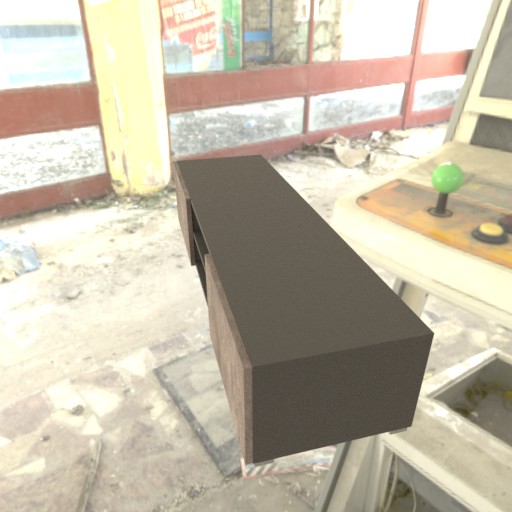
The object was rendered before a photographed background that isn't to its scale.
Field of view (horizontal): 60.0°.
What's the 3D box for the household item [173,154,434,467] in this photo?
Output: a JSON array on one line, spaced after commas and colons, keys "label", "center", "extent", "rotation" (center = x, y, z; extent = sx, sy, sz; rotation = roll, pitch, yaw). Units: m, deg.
[{"label": "household item", "center": [0.000, 0.000, 1.569], "extent": [0.420, 0.310, 1.400], "rotation": [-7, 30, -13]}]
